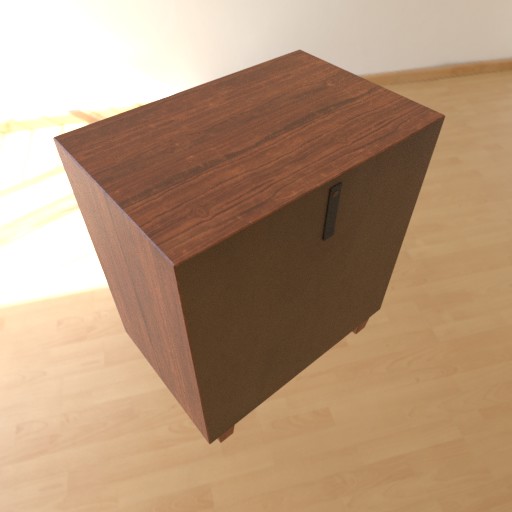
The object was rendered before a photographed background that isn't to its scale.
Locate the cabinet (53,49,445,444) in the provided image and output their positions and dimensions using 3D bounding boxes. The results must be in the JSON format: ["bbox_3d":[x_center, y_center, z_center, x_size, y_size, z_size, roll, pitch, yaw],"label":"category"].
[{"bbox_3d":[0.000,0.000,1.067,0.607,0.695,0.410,-31,54,-26],"label":"cabinet"}]
